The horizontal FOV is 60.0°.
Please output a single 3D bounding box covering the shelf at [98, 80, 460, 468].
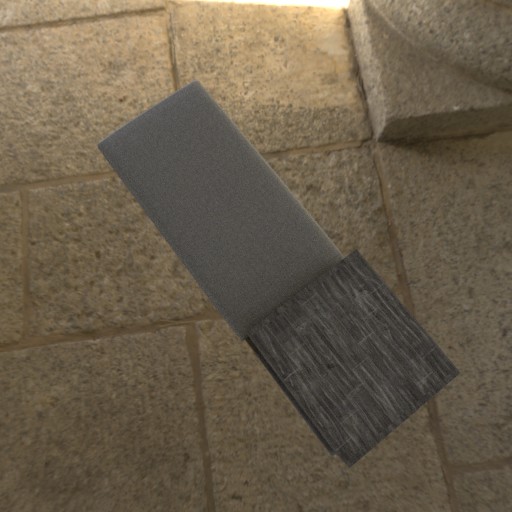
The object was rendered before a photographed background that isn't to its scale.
[{"bbox_3d":[0.000,0.000,1.611,0.457,0.633,1.342,-36,79,-8],"label":"shelf"}]
